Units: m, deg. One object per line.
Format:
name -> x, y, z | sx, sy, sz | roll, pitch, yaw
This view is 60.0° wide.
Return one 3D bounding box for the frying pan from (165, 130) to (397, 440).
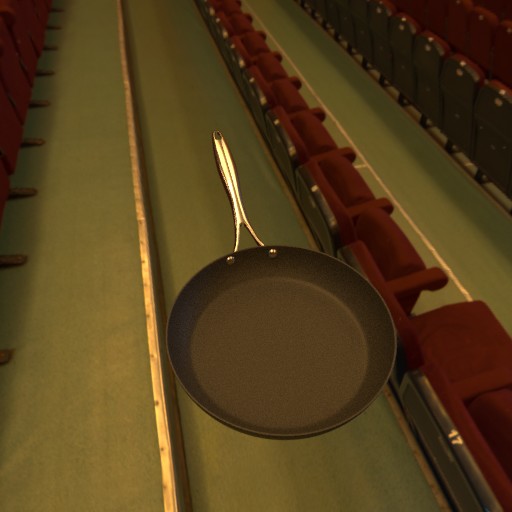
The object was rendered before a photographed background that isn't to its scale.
frying pan -> 0.000, 0.000, 0.571 | 0.255, 0.105, 0.472 | -10, 46, -10
